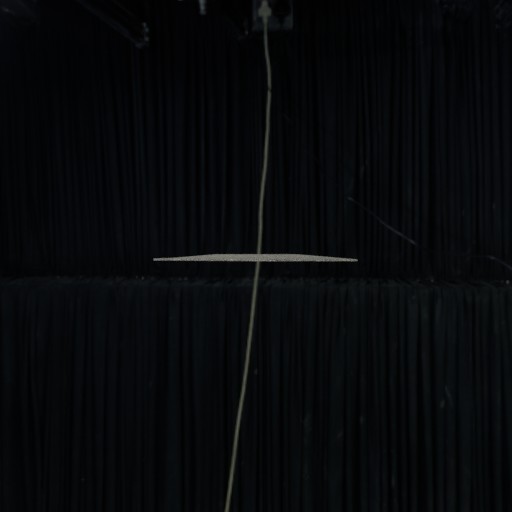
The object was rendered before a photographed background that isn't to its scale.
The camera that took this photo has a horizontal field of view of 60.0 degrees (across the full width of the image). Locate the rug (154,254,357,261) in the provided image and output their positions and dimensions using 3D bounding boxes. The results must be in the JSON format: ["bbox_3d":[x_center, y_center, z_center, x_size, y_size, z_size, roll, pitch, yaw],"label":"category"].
[{"bbox_3d":[0.000,0.000,2.740,0.706,0.009,2.443,0,1,0],"label":"rug"}]
